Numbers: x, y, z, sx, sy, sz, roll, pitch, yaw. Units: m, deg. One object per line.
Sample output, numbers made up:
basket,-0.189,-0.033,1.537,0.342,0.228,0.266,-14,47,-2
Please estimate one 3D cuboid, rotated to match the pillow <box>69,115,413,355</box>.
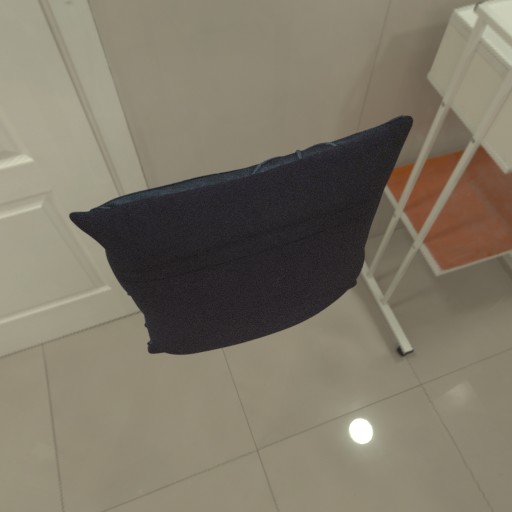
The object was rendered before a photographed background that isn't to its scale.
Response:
pillow,0.000,0.000,0.703,0.439,0.440,0.183,-18,60,-11
